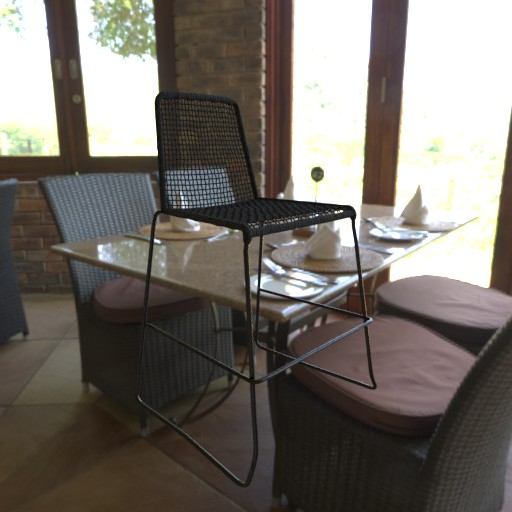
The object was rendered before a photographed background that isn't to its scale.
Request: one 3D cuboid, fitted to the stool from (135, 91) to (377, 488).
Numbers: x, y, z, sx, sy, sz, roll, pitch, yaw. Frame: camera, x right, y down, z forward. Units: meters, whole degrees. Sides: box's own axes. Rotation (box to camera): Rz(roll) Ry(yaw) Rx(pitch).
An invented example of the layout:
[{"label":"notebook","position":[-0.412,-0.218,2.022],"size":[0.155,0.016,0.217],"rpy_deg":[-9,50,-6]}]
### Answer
[{"label":"stool","position":[0.000,0.000,1.259],"size":[0.509,0.905,0.590],"rpy_deg":[13,19,42]}]
